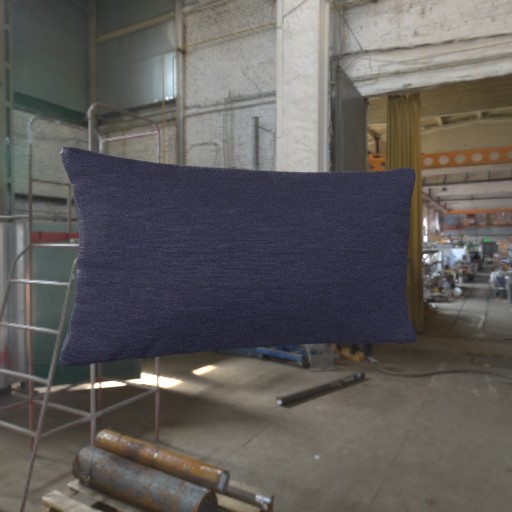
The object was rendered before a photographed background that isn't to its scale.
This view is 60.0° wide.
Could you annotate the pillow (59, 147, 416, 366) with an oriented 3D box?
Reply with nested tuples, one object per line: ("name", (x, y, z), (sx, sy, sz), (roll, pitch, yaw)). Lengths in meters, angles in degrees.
("pillow", (0.000, 0.000, 0.775), (0.633, 0.338, 0.210), (0, 1, -17))
